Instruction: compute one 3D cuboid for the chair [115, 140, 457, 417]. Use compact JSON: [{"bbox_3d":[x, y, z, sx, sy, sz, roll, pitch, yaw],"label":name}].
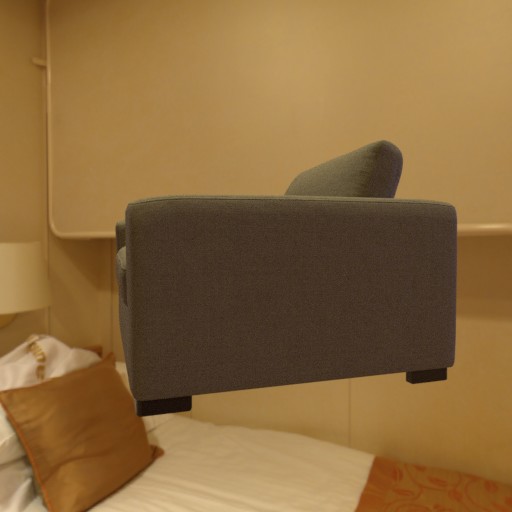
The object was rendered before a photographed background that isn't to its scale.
[{"bbox_3d":[0.000,0.000,1.837,1.100,0.847,1.070,0,2,-19],"label":"chair"}]
